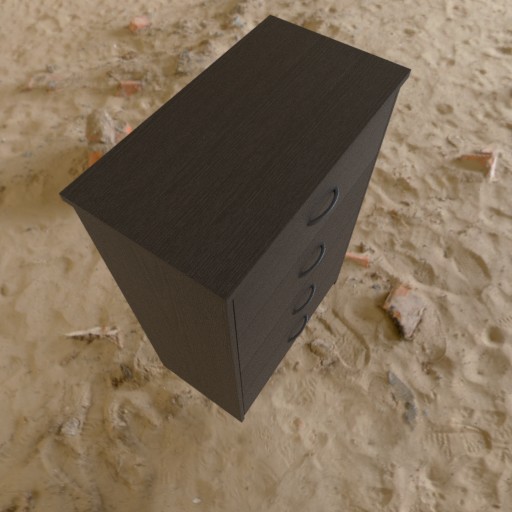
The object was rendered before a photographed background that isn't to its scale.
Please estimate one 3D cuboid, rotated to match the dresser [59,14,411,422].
[{"bbox_3d":[0.000,0.000,1.344,0.399,1.020,0.704,30,63,17],"label":"dresser"}]
